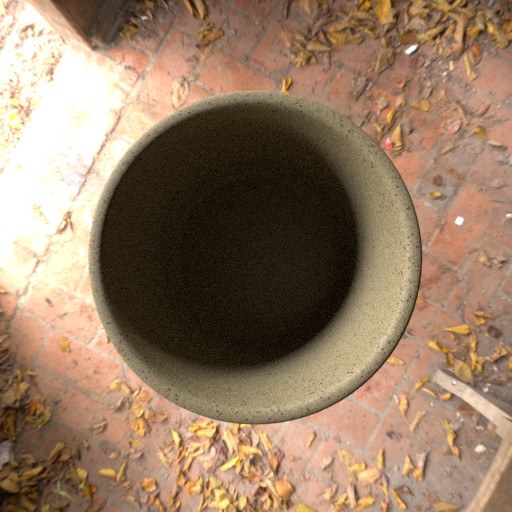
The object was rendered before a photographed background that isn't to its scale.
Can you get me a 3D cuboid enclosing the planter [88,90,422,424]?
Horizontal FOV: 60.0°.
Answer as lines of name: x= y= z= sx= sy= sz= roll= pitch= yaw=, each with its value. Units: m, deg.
planter: x=0.000 y=0.000 z=0.417 sx=0.228 sy=0.235 sz=0.228 roll=0 pitch=91 yaw=0
